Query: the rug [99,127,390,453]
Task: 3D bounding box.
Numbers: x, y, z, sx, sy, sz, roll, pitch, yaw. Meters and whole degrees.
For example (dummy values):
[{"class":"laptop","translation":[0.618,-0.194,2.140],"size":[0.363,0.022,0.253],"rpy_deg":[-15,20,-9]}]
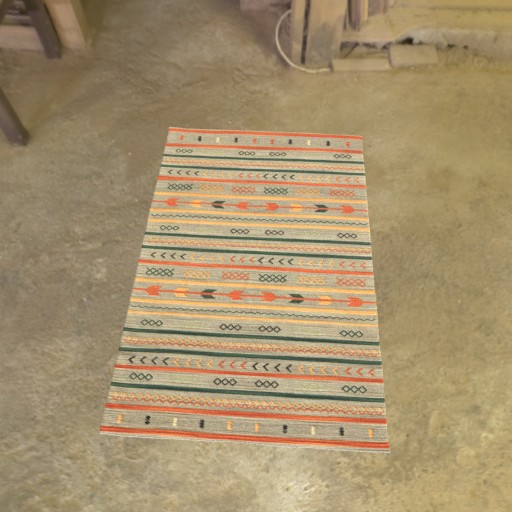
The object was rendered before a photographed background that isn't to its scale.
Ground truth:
[{"class":"rug","translation":[0.000,0.000,2.319],"size":[1.220,0.017,1.835],"rpy_deg":[3,59,2]}]
